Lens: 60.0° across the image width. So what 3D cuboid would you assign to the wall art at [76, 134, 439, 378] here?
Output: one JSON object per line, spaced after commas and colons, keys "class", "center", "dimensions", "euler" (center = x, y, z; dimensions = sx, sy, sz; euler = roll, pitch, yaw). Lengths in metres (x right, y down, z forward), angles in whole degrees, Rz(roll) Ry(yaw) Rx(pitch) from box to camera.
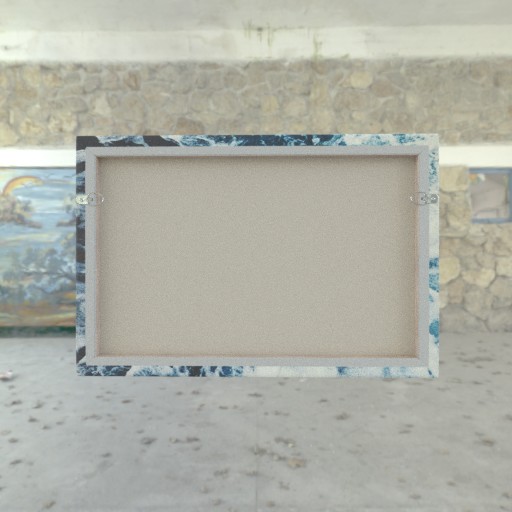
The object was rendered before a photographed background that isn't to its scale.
{"class": "wall art", "center": [0.000, 0.000, 1.881], "dimensions": [1.524, 1.017, 0.055], "euler": [0, 0, 1]}
